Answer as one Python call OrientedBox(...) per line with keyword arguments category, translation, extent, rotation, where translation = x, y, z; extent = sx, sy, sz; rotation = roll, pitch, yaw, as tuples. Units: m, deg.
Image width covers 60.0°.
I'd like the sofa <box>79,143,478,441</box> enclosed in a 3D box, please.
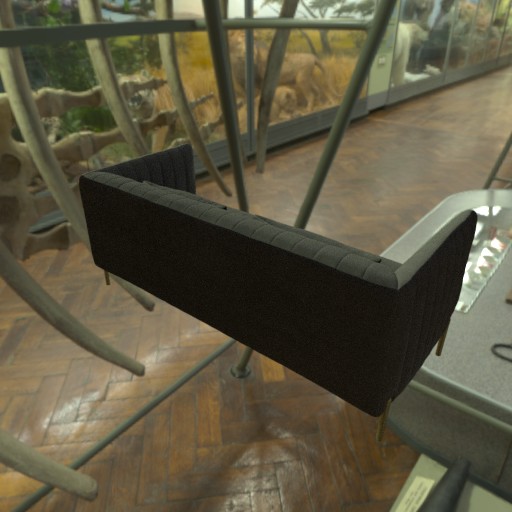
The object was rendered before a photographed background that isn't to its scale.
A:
OrientedBox(category="sofa", translation=(0.000, 0.000, 2.431), extent=(1.980, 0.780, 0.876), rotation=(21, 35, 33))
